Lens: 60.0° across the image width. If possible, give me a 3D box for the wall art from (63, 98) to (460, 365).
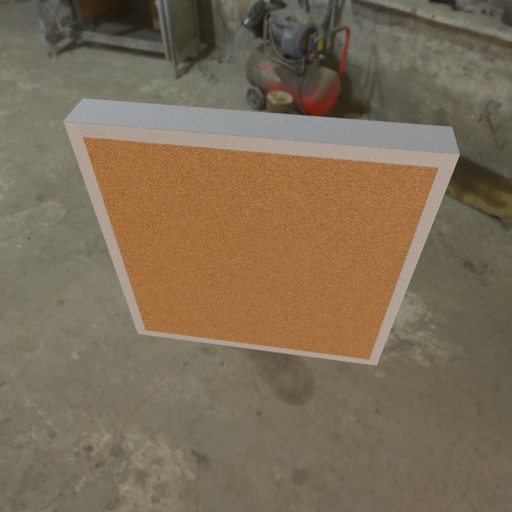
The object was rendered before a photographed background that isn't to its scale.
[{"bbox_3d":[0.000,0.000,0.460,0.305,0.305,0.038,6,47,6],"label":"wall art"}]
